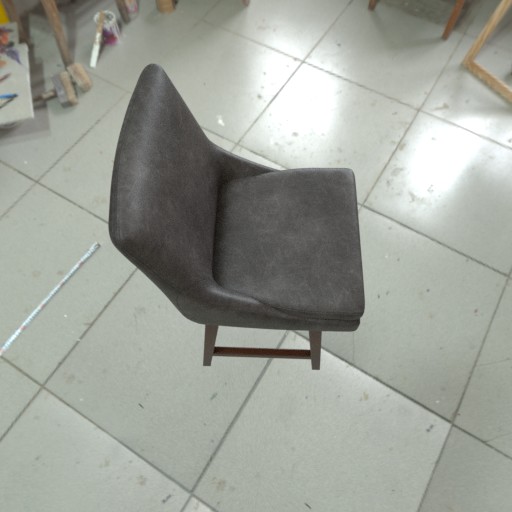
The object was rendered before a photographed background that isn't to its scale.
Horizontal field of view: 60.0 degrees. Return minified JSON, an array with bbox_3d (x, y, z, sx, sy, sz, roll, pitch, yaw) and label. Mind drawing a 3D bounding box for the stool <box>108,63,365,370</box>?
[{"bbox_3d":[0.000,0.000,1.374,0.587,1.046,0.492,2,64,1],"label":"stool"}]
